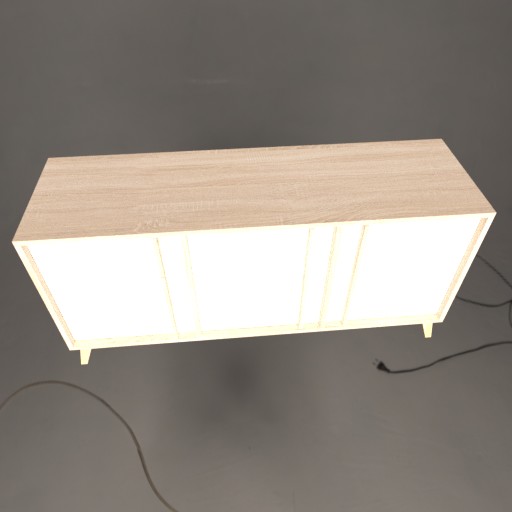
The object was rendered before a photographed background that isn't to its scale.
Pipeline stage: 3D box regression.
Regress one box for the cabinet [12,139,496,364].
[{"bbox_3d":[0.000,0.000,1.954,1.649,0.780,0.500,-4,45,-4],"label":"cabinet"}]
